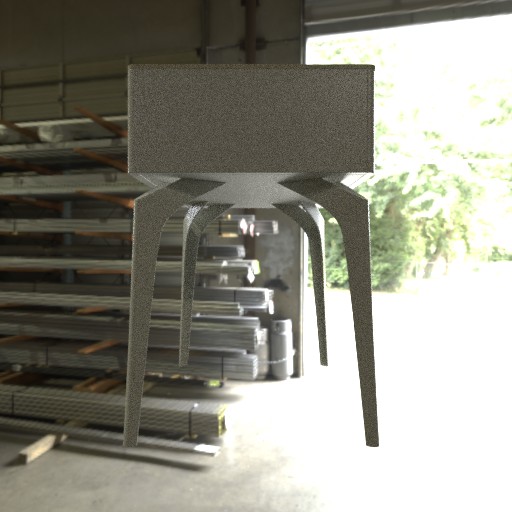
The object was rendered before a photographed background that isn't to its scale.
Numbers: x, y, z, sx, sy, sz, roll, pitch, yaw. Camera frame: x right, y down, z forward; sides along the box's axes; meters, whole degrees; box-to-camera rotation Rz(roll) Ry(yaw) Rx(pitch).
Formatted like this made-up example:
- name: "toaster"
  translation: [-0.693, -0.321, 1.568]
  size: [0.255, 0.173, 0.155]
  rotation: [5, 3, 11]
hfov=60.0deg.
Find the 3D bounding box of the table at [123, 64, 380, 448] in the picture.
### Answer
- name: "table"
  translation: [0.000, 0.000, 0.908]
  size: [0.400, 0.570, 0.500]
  rotation: [0, 0, 0]
